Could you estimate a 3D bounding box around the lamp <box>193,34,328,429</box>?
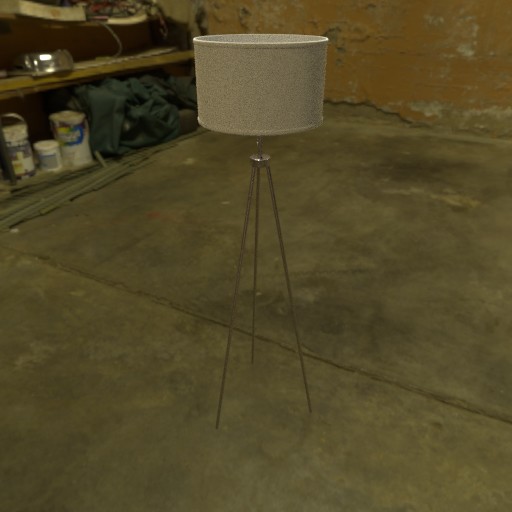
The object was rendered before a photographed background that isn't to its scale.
[{"bbox_3d":[0.000,0.000,1.745,0.448,1.545,0.458,-8,30,-14],"label":"lamp"}]
